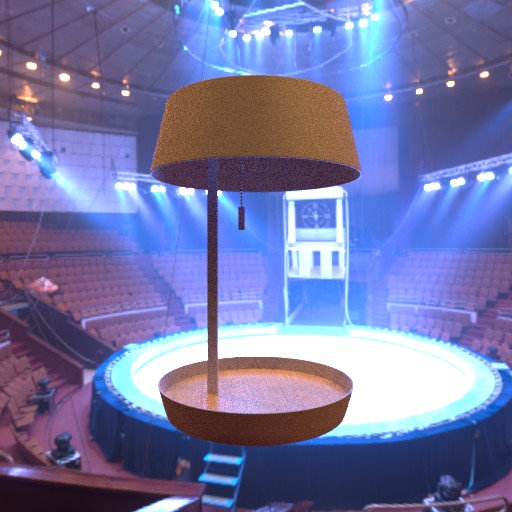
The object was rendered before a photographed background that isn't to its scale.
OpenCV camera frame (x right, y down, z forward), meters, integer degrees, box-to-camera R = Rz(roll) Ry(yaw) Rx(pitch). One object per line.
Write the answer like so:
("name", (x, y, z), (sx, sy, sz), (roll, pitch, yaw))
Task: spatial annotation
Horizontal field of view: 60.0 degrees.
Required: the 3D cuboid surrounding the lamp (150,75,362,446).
("lamp", (0.000, 0.000, 0.623), (0.291, 0.429, 0.291), (0, 1, 0))
